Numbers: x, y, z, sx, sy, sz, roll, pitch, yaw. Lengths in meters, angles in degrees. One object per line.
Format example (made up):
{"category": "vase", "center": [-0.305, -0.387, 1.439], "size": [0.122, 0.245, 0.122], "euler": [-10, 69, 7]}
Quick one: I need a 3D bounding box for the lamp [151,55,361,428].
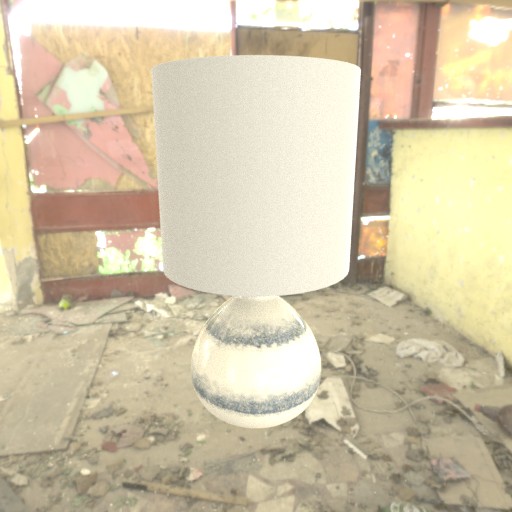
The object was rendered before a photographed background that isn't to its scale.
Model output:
{"category": "lamp", "center": [0.000, 0.000, 0.524], "size": [0.216, 0.404, 0.216], "euler": [2, 16, 9]}
